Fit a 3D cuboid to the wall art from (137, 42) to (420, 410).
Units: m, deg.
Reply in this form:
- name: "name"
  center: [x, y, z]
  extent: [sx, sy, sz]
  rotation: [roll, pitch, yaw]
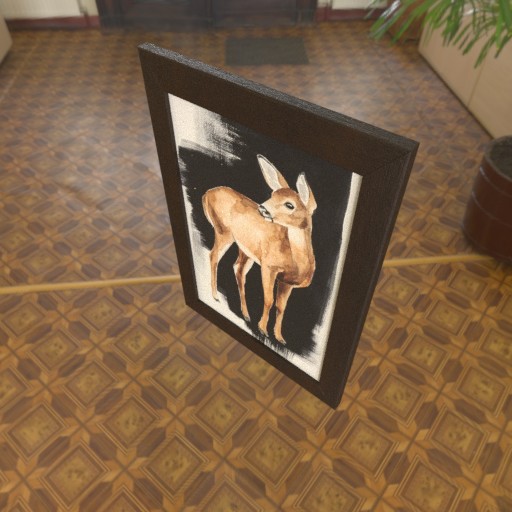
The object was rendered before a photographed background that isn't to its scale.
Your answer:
- name: "wall art"
  center: [0.000, 0.000, 0.650]
  extent: [0.359, 0.513, 0.017]
  rotation: [30, 53, 26]
